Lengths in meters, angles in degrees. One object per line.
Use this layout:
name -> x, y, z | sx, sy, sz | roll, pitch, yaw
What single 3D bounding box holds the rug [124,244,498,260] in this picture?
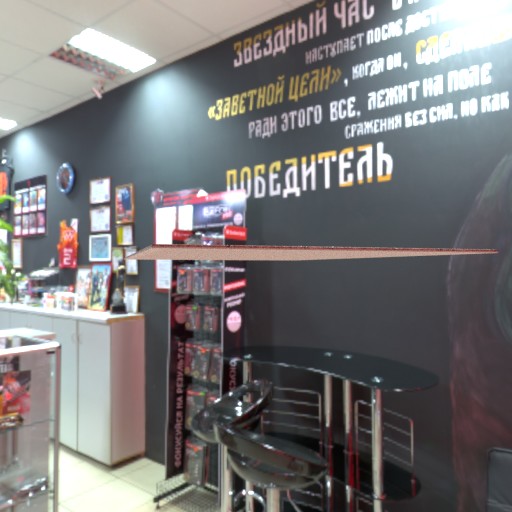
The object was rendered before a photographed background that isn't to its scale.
rug -> 0.000, 0.000, 2.822 | 1.521, 0.015, 2.280 | 0, -2, -19
